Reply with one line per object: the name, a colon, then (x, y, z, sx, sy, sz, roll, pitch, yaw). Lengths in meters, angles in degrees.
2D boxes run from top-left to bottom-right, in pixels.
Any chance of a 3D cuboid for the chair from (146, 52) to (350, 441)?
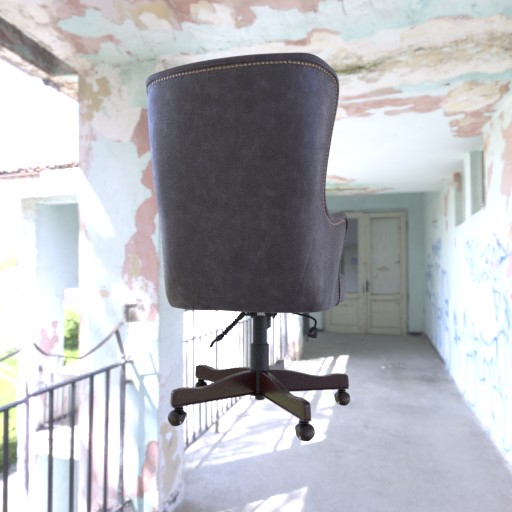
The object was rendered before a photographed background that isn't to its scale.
chair: (0.000, 0.000, 1.475, 0.594, 1.037, 0.717, 0, -1, 17)
